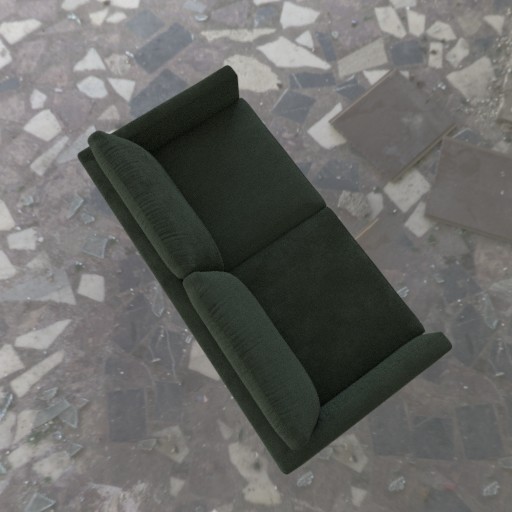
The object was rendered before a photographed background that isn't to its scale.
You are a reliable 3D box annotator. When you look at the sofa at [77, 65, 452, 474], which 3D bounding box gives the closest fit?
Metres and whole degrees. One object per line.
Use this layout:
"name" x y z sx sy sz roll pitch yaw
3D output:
"sofa" 0.000 0.000 2.119 0.875 0.817 1.676 -34 78 -9
